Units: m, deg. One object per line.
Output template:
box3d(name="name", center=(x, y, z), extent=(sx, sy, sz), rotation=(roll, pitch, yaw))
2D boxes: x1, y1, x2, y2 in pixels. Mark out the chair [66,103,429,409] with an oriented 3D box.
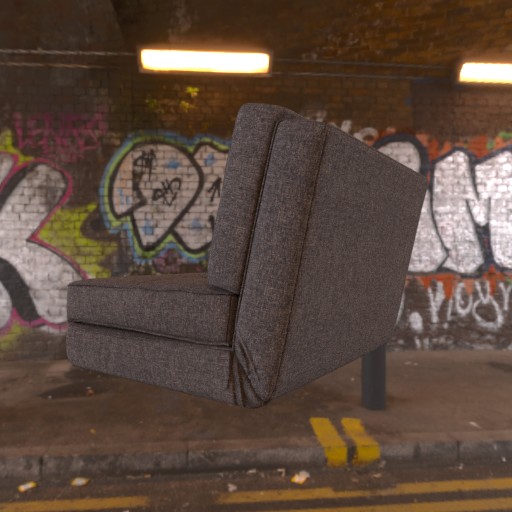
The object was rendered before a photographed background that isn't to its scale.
box3d(name="chair", center=(0.000, 0.000, 1.291), extent=(0.800, 0.615, 0.740), rotation=(0, 0, 35))
